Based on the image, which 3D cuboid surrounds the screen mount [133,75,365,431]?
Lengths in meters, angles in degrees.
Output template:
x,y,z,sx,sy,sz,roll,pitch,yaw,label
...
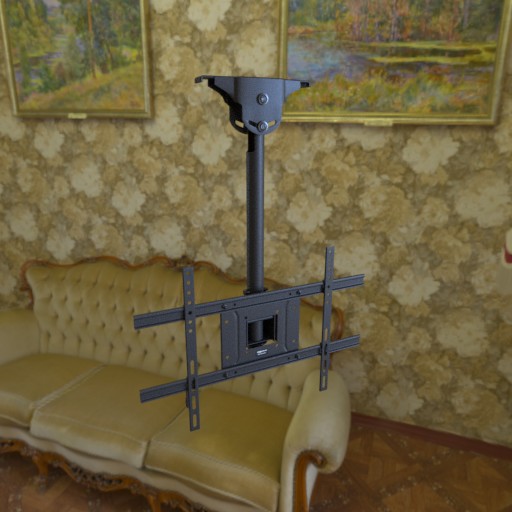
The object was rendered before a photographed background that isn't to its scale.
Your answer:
x,y,z,sx,sy,sz,roll,pitch,yaw,label
0.000,0.000,1.039,0.595,0.775,0.090,-8,18,-26,screen mount
